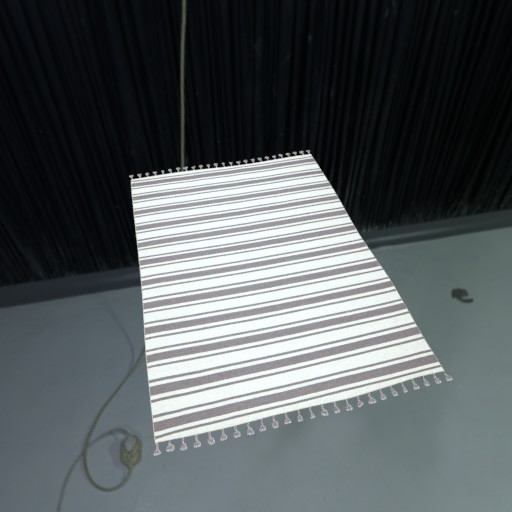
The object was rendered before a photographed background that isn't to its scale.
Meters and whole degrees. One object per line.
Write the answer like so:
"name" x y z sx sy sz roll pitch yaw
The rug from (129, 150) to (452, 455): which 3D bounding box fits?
"rug" 0.000 0.000 3.876 2.030 0.017 3.040 -10 46 -10
